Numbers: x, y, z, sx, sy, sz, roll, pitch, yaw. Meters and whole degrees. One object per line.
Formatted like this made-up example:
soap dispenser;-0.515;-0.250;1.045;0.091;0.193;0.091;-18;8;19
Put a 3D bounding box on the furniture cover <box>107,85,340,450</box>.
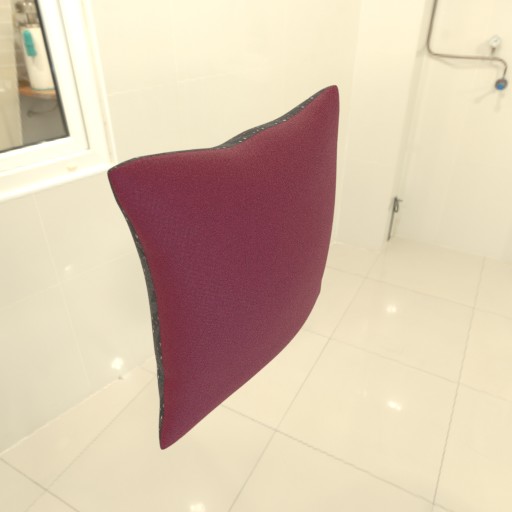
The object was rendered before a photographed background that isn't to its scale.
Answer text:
furniture cover;0.000;0.000;0.809;0.193;0.509;0.552;21;38;29
